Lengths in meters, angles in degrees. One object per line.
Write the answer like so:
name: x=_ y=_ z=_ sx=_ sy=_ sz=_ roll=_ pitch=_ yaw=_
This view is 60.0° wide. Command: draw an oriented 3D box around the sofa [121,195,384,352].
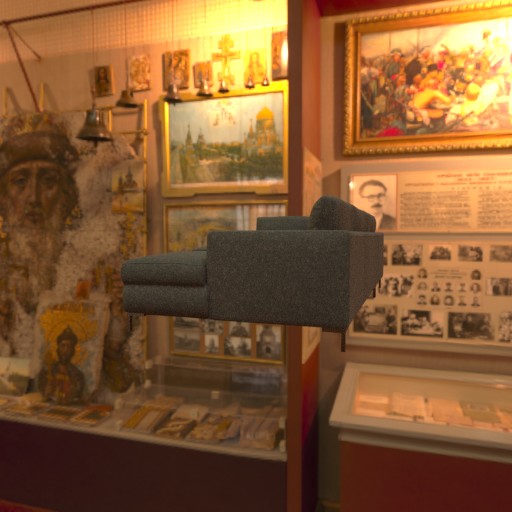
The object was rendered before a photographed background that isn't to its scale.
sofa: x=0.000 y=0.000 z=3.904 sx=2.007 sy=0.813 sz=2.956 roll=1 pitch=3 yaw=19
